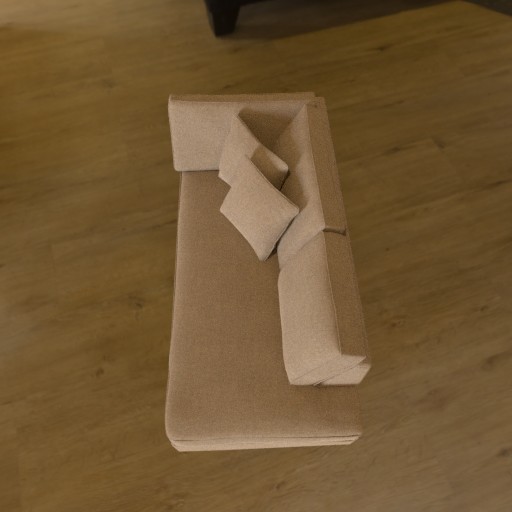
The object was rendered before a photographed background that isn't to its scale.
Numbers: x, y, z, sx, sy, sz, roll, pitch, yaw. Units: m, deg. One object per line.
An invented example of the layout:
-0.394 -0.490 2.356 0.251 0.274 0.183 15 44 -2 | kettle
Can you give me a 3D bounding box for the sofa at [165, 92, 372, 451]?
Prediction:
0.000 0.000 2.862 1.110 1.019 2.238 -2 60 -1 | sofa
